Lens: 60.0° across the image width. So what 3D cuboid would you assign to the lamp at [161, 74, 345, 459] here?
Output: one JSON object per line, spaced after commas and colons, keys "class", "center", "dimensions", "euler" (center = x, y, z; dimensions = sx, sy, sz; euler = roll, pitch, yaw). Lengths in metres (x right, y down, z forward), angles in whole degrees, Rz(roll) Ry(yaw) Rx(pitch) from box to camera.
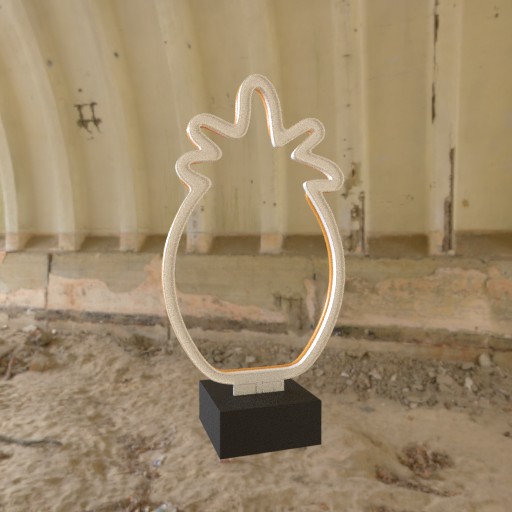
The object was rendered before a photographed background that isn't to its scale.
{"class": "lamp", "center": [0.000, 0.000, 0.399], "dimensions": [0.167, 0.317, 0.088], "euler": [0, 1, -18]}
